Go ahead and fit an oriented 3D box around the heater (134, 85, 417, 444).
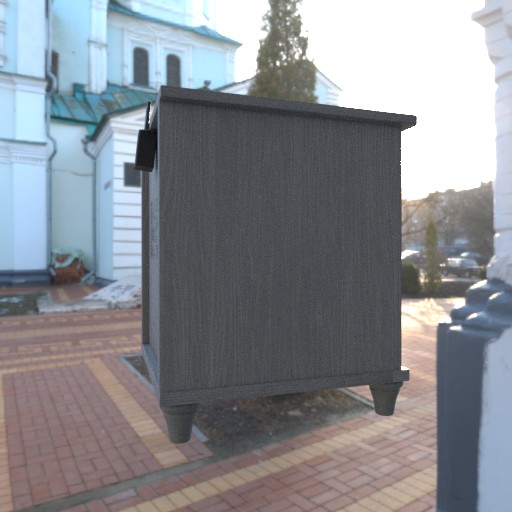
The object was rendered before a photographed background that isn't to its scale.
[{"bbox_3d":[0.000,0.000,0.758,0.400,0.481,0.362,0,0,-18],"label":"heater"}]
